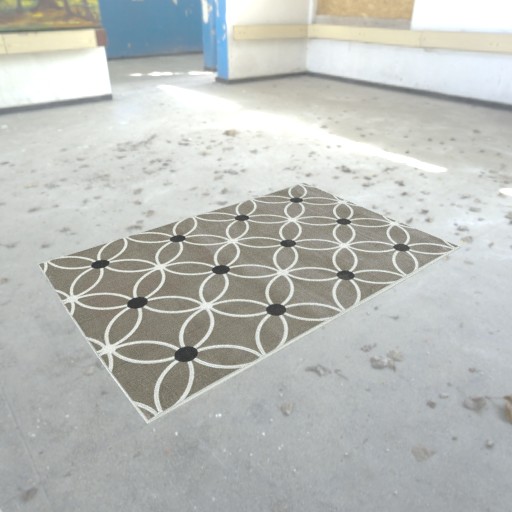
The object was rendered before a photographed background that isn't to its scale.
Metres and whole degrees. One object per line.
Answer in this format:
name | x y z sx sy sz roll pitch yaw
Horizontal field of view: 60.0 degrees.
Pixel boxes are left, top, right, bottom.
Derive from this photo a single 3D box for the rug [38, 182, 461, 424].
rug | 0.000 0.000 2.836 2.284 0.008 1.522 -22 37 -32
